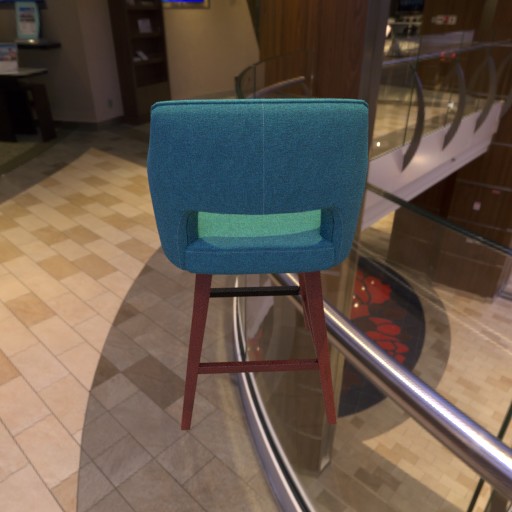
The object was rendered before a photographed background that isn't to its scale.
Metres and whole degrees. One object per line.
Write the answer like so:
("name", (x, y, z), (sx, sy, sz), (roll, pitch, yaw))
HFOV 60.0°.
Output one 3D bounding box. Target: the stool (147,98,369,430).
("stool", (0.000, 0.000, 1.286), (0.548, 0.961, 0.556), (-1, 29, -2))
